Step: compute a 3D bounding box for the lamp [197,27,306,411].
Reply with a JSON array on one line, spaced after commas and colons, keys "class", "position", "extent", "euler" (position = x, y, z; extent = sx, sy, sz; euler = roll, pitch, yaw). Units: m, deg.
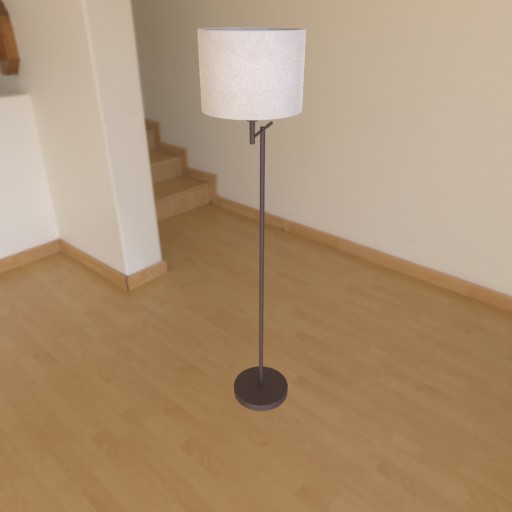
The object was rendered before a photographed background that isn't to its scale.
[{"class": "lamp", "position": [0.000, 0.000, 1.751], "extent": [0.324, 1.600, 0.416], "euler": [8, 30, 14]}]
